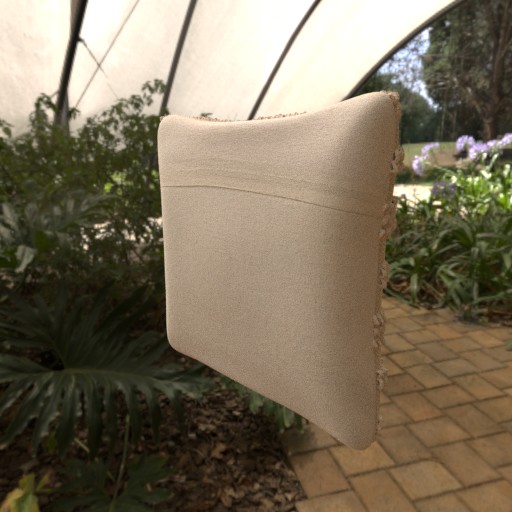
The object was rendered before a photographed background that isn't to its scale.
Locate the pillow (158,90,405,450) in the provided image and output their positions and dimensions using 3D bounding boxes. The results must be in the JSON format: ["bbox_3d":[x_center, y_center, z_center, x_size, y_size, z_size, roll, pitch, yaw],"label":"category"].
[{"bbox_3d":[0.000,0.000,0.649,0.145,0.427,0.437,-13,19,-43],"label":"pillow"}]
